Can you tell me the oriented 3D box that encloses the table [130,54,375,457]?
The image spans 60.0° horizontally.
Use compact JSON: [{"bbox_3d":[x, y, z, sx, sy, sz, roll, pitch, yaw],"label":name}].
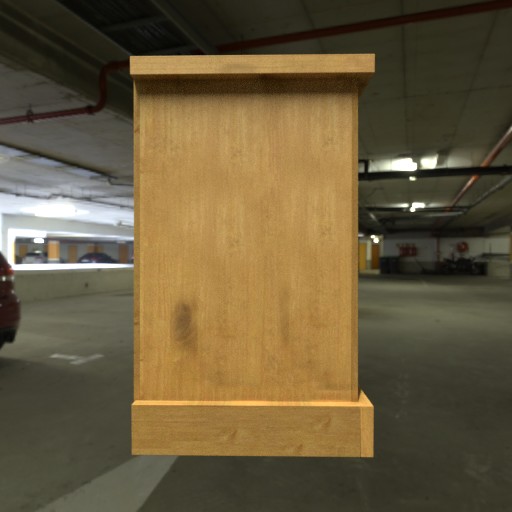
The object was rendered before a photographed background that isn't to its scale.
[{"bbox_3d":[0.000,0.000,1.227,0.500,0.813,0.660,0,0,1],"label":"table"}]
